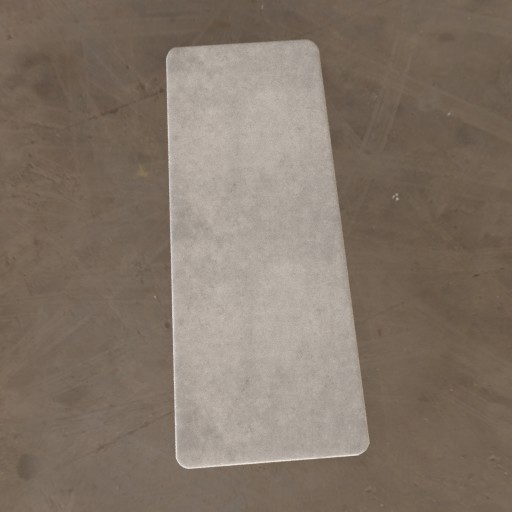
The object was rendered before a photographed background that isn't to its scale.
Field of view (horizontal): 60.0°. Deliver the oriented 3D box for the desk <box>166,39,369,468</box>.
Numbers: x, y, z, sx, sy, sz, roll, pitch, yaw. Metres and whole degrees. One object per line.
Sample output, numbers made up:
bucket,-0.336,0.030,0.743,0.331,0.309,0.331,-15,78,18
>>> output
desk,0.000,0.000,1.786,0.550,0.755,1.400,-4,75,-1
